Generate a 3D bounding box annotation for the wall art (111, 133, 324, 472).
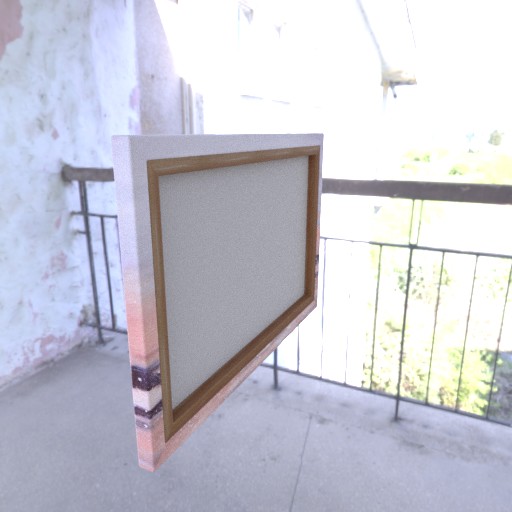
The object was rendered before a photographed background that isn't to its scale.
[{"bbox_3d":[0.000,0.000,1.144,0.038,0.609,0.913,8,18,26],"label":"wall art"}]
